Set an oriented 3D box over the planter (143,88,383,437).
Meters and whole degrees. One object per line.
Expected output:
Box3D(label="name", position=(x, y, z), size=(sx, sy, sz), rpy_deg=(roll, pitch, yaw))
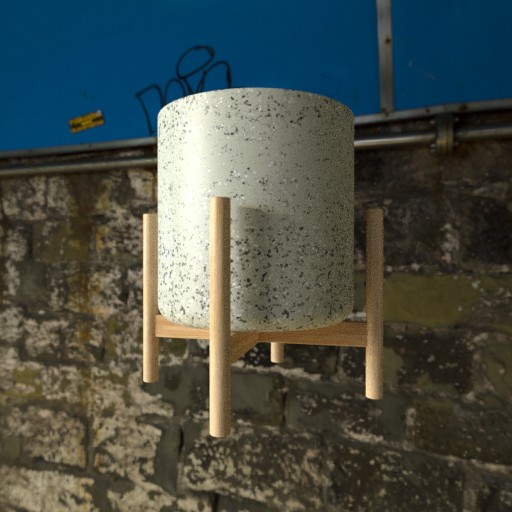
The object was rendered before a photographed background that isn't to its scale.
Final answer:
Box3D(label="planter", position=(0.000, 0.000, 0.702), size=(0.360, 0.419, 0.360), rpy_deg=(0, 0, 36))
